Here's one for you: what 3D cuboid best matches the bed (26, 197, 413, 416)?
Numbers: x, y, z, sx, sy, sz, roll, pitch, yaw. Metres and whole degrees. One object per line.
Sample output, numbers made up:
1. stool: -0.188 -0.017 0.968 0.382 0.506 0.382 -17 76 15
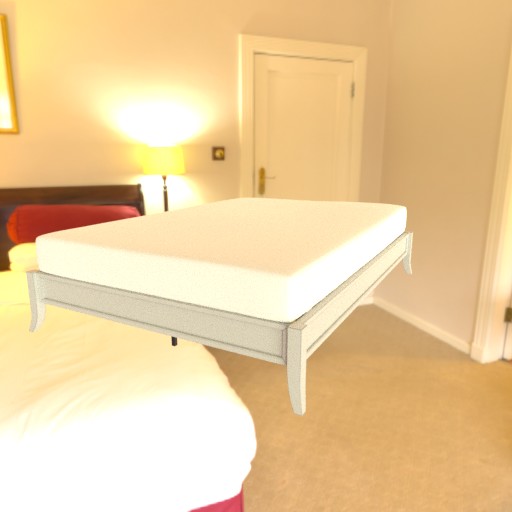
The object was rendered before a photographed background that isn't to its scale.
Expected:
1. bed: 0.000 0.000 2.620 1.460 0.510 1.985 8 16 28
